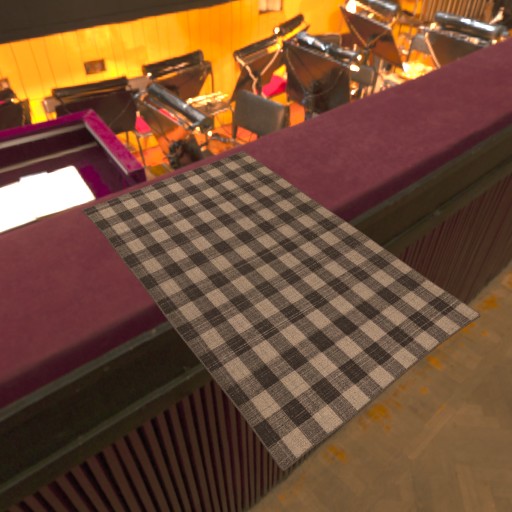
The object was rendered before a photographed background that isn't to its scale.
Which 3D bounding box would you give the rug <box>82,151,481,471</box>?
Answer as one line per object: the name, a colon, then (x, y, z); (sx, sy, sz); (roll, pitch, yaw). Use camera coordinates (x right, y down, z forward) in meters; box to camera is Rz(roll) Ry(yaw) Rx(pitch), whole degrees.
rug: (0.000, 0.000, 3.064); (1.554, 0.011, 2.476); (-27, 49, -26)
